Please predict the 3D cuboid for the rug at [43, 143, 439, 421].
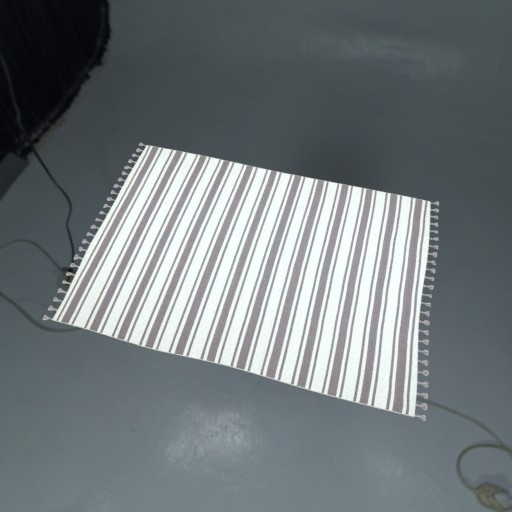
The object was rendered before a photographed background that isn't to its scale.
[{"bbox_3d":[0.000,0.000,3.838,3.040,0.017,2.030,13,59,8],"label":"rug"}]
